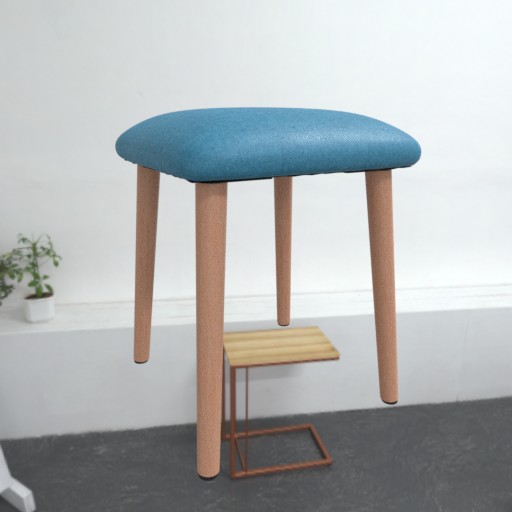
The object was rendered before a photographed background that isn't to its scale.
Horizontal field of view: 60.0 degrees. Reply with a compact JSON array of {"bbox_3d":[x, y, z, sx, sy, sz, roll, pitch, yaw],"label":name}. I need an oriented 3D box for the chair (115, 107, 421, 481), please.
[{"bbox_3d":[0.000,0.000,0.708,0.360,0.450,0.360,-9,20,-28],"label":"chair"}]
